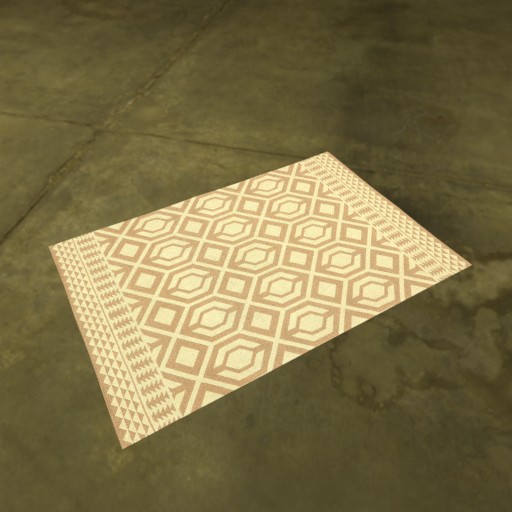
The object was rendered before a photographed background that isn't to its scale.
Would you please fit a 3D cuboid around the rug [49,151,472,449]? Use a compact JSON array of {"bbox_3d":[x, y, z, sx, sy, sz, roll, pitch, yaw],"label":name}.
[{"bbox_3d":[0.000,0.000,2.299,1.829,0.008,1.219,-23,50,-21],"label":"rug"}]
